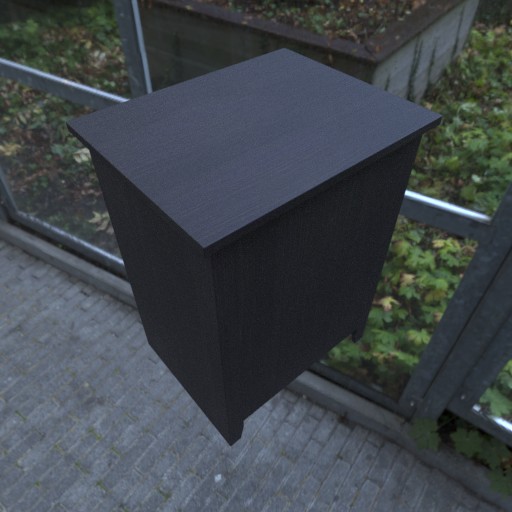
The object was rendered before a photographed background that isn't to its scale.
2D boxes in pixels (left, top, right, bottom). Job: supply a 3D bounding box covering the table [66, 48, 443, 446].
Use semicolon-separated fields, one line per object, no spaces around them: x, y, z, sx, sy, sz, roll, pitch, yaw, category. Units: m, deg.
0.000;0.000;0.944;0.480;0.635;0.381;-31;53;-27;table
